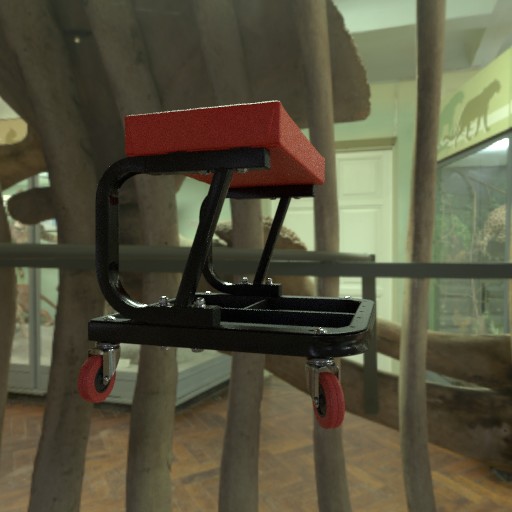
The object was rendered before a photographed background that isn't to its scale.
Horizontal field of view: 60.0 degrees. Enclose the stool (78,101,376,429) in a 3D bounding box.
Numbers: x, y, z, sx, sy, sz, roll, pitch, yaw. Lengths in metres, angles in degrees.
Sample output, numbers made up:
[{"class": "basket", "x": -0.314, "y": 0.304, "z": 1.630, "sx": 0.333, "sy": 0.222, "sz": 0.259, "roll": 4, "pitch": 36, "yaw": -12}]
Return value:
[{"class": "stool", "x": 0.000, "y": 0.000, "z": 0.723, "sx": 0.371, "sy": 0.380, "sz": 0.446, "roll": 0, "pitch": 2, "yaw": 17}]
